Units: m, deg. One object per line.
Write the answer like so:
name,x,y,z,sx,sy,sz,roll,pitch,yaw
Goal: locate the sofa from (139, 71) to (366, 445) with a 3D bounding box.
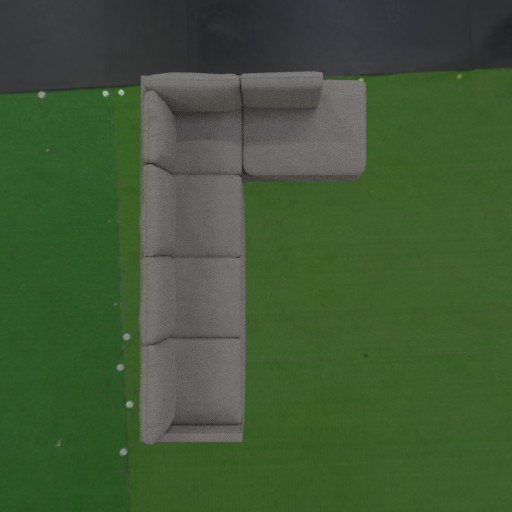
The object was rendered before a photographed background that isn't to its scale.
sofa,0.000,0.000,4.213,2.077,0.964,3.331,0,89,0
